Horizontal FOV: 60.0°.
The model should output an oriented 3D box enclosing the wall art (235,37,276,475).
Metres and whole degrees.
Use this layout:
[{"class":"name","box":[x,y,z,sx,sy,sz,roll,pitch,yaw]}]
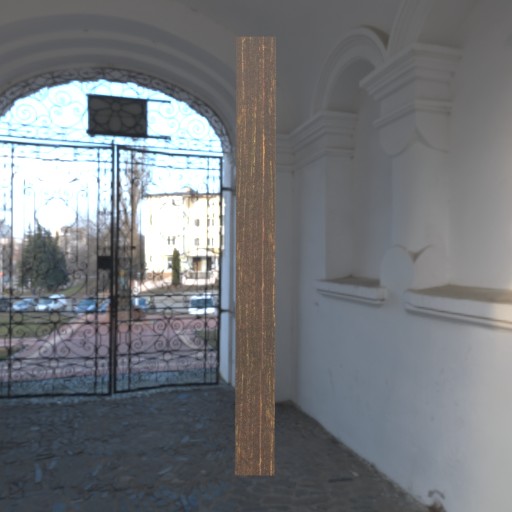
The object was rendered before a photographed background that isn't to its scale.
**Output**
[{"class":"wall art","box":[0.000,0.000,0.524,0.031,0.330,0.381,0,0,0]}]
